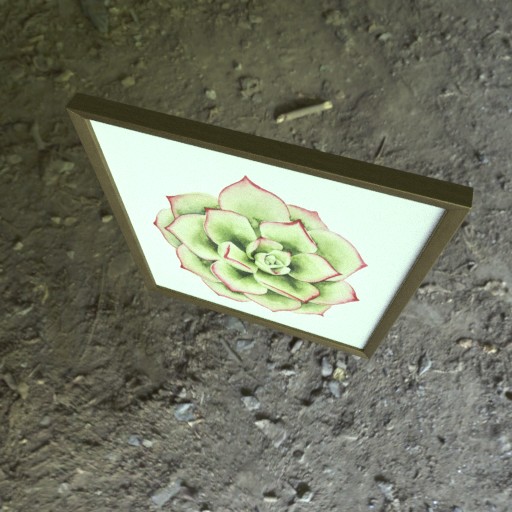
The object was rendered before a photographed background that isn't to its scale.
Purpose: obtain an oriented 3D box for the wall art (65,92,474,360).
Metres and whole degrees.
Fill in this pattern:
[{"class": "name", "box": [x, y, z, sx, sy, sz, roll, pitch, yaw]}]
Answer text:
[{"class": "wall art", "box": [0.000, 0.000, 0.743, 0.503, 0.506, 0.031, 16, 60, 10]}]
